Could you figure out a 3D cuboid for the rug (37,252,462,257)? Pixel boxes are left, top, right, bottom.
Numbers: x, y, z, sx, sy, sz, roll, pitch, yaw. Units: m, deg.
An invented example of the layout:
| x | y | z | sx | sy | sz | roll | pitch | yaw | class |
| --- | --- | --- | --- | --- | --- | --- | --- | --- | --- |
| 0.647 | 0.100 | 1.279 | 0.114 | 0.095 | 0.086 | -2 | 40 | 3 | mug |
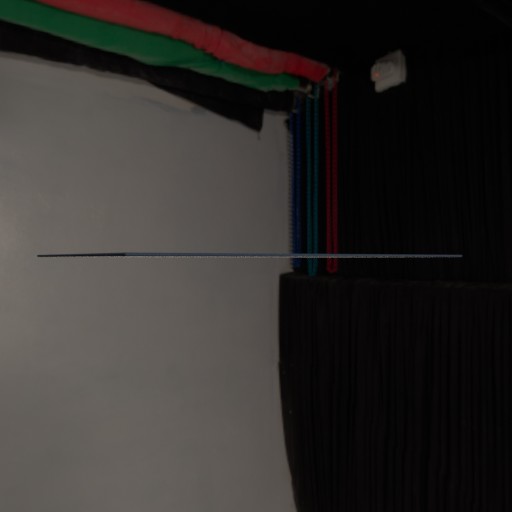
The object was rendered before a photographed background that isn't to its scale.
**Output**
| x | y | z | sx | sy | sz | roll | pitch | yaw | class |
| --- | --- | --- | --- | --- | --- | --- | --- | --- | --- |
| 0.000 | 0.000 | 2.856 | 2.294 | 0.014 | 1.528 | 0 | 0 | -37 | rug |
